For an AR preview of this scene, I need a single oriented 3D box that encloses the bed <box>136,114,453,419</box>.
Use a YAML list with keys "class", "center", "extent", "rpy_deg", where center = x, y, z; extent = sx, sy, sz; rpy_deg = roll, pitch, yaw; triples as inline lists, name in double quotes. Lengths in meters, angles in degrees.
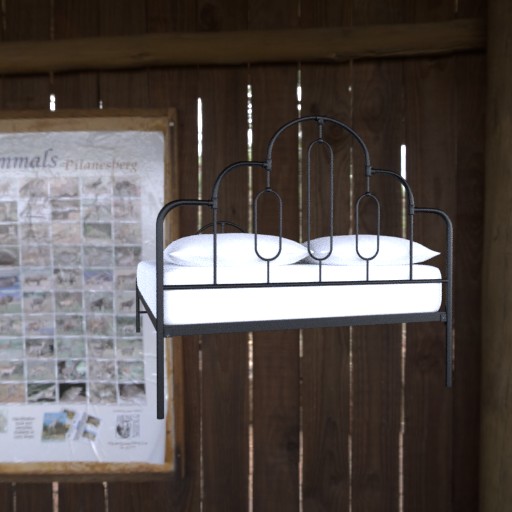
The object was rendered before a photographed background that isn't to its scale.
- class: "bed"
  center: [0.000, 0.000, 3.262]
  extent: [1.626, 1.444, 2.181]
  rpy_deg: [0, 1, -18]
